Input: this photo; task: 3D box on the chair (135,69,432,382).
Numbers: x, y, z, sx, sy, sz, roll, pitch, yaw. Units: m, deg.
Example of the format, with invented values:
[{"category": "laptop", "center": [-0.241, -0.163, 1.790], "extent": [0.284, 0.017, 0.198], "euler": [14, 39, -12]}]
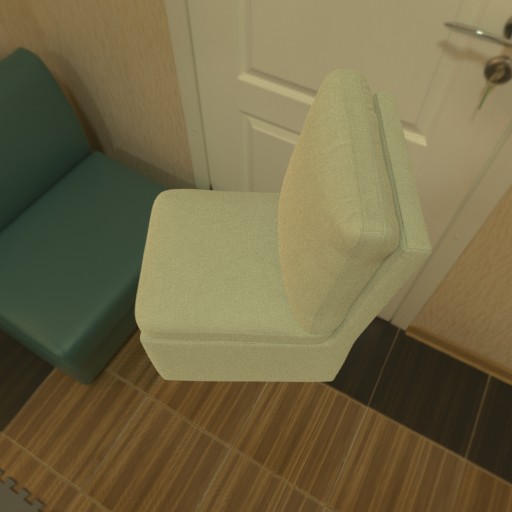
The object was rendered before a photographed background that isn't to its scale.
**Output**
[{"category": "chair", "center": [0.000, 0.000, 1.310], "extent": [0.698, 0.927, 0.503], "euler": [0, 58, 0]}]
